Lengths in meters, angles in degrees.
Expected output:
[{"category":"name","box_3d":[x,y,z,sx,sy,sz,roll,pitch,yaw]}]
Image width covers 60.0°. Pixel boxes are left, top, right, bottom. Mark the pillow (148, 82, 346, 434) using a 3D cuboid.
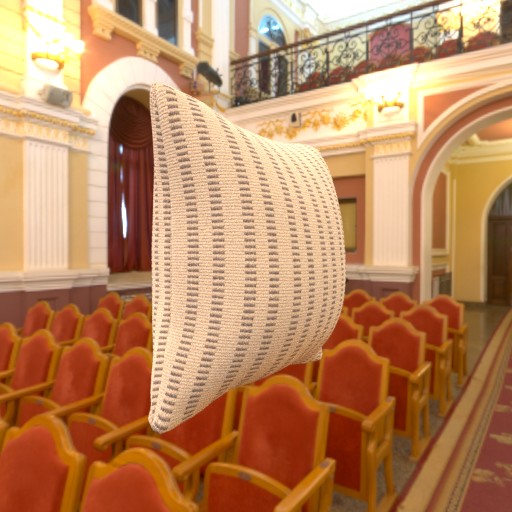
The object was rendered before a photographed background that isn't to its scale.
[{"category":"pillow","box_3d":[0.000,0.000,0.701,0.247,0.419,0.438,1,1,34]}]
